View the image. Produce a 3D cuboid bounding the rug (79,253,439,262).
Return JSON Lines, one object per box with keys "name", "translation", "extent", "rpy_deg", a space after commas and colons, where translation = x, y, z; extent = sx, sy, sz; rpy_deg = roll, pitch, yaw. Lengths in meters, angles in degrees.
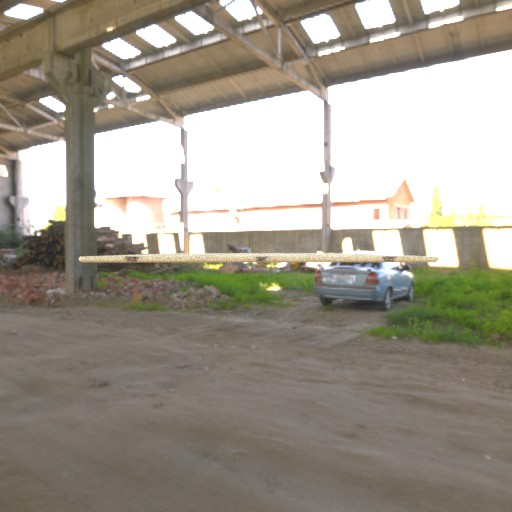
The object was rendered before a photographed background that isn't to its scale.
{"name": "rug", "translation": [0.000, 0.000, 2.996], "extent": [1.501, 0.024, 2.348], "rpy_deg": [0, 1, -1]}
